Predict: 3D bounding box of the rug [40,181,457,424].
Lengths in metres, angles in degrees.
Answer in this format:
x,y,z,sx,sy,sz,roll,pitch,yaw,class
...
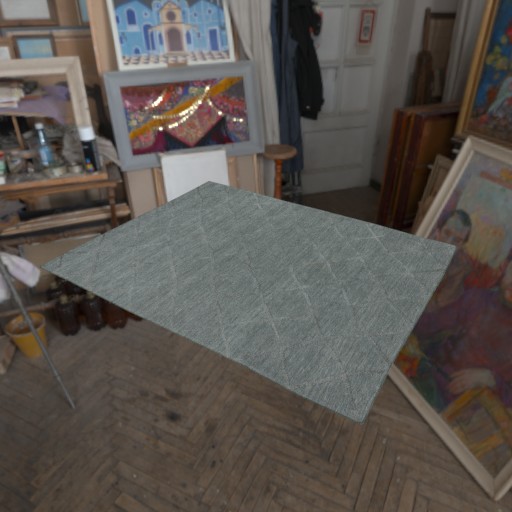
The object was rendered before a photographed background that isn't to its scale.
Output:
x,y,z,sx,sy,sz,roll,pitch,yaw,class
0.000,0.000,4.085,3.048,0.013,2.438,19,36,28,rug
